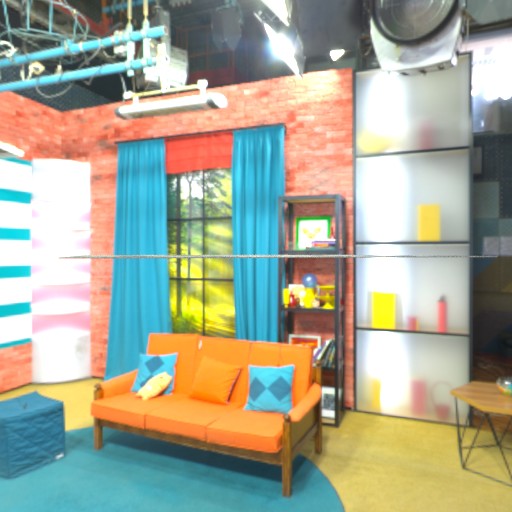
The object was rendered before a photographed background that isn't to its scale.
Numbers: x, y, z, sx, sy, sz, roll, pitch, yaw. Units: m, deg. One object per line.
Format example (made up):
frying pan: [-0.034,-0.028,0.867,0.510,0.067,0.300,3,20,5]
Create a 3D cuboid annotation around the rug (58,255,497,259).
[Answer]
rug: [0.000,0.000,4.006,3.036,0.008,2.440,0,0,-18]
